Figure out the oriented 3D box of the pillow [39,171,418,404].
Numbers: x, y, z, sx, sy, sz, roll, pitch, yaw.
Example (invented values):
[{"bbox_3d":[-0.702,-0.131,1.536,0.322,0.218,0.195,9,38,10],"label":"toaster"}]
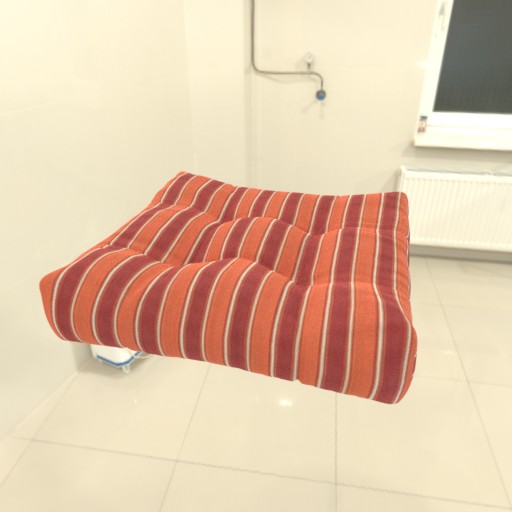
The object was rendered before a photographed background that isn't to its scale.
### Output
[{"bbox_3d":[0.000,0.000,0.730,0.490,0.133,0.468,8,31,14],"label":"pillow"}]
